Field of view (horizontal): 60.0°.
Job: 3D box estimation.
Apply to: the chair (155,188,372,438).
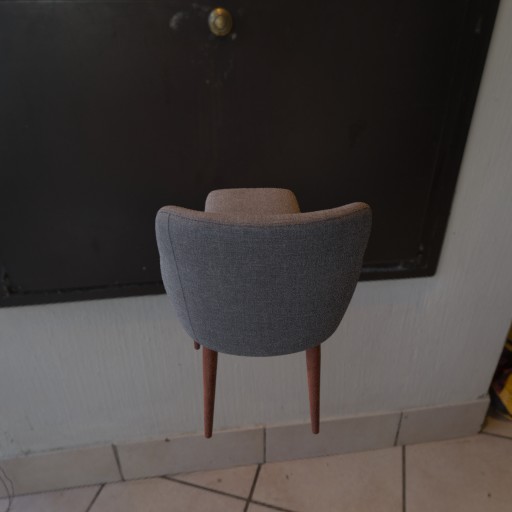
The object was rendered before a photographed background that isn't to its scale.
[{"bbox_3d":[0.000,0.000,1.555,0.584,0.799,1.107,-1,30,-2],"label":"chair"}]
